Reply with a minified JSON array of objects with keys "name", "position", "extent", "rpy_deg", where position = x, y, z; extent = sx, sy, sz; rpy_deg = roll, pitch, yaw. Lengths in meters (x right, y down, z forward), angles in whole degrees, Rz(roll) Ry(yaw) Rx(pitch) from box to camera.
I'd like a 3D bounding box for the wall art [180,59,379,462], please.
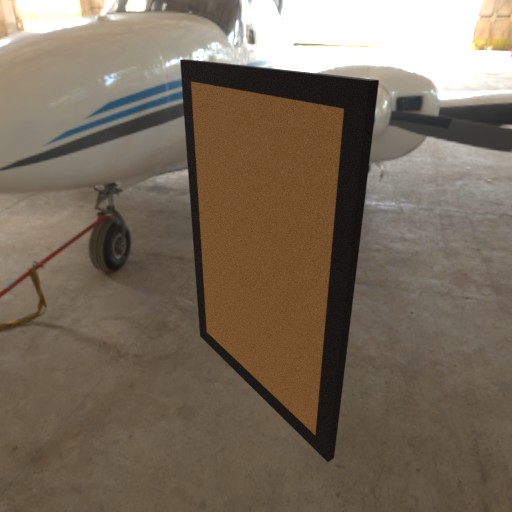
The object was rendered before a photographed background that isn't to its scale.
[{"name":"wall art","position":[0.000,0.000,0.680],"extent":[0.013,0.534,0.380],"rpy_deg":[-19,33,-32]}]
